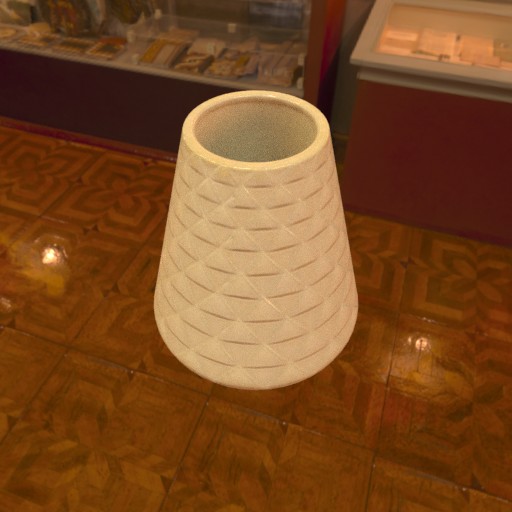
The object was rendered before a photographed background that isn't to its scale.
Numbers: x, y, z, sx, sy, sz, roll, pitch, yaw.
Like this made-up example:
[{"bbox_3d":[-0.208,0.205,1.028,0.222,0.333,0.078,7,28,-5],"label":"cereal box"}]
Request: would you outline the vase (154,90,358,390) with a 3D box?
[{"bbox_3d":[0.000,0.000,0.349,0.175,0.230,0.175,0,47,0],"label":"vase"}]
